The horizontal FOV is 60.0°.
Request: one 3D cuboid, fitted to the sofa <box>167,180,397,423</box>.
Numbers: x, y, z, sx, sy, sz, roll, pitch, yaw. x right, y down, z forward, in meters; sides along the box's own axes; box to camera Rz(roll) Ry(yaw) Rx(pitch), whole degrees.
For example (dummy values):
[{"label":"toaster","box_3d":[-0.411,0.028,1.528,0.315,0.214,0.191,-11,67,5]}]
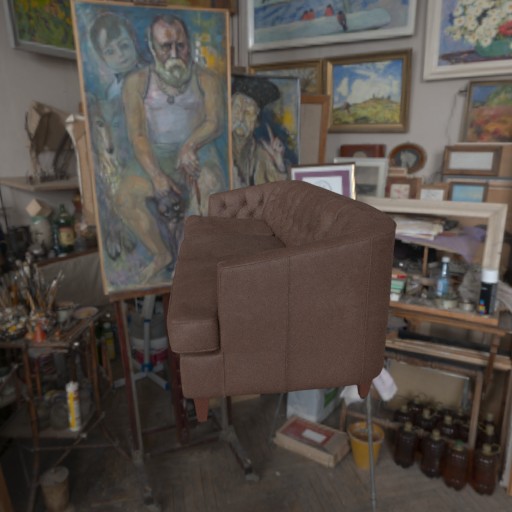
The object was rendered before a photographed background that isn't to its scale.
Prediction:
[{"label":"sofa","box_3d":[0.000,0.000,2.661,0.927,0.787,2.227,-2,14,-7]}]
